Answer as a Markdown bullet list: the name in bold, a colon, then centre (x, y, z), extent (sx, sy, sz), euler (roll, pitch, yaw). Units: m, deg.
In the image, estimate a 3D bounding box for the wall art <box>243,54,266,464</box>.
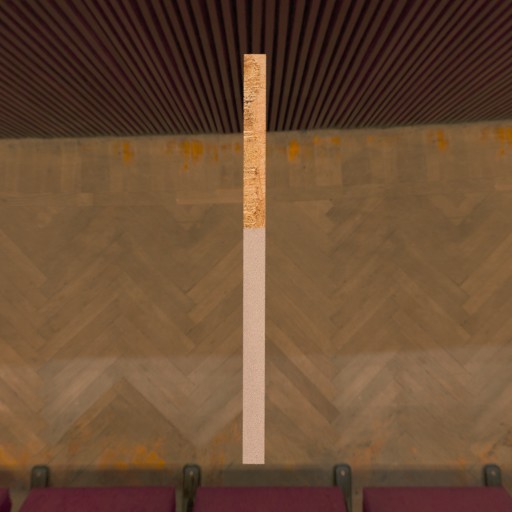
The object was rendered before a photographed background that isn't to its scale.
- **wall art**: centre (0.000, 0.000, 0.802), extent (0.026, 0.613, 0.458), euler (0, 91, 0)
